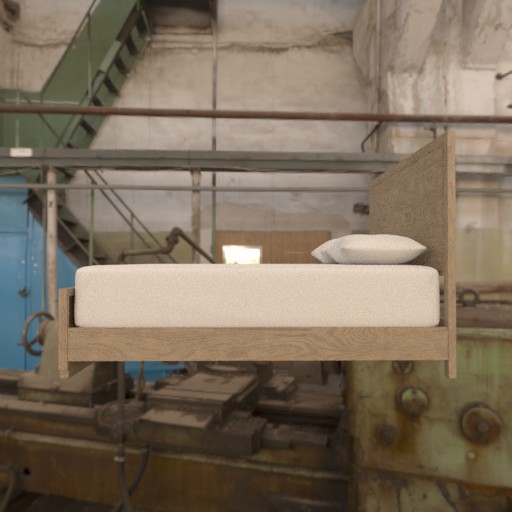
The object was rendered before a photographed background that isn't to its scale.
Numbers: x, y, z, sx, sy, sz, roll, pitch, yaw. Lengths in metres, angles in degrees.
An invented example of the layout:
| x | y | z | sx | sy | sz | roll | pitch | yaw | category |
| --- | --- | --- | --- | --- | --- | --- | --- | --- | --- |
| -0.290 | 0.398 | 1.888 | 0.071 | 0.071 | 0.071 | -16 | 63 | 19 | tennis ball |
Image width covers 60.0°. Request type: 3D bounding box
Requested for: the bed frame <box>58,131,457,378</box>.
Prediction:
| x | y | z | sx | sy | sz | roll | pitch | yaw | category |
| --- | --- | --- | --- | --- | --- | --- | --- | --- | --- |
| 0.000 | 0.000 | 3.241 | 2.189 | 1.369 | 1.606 | 0 | -1 | -1 | bed frame |
